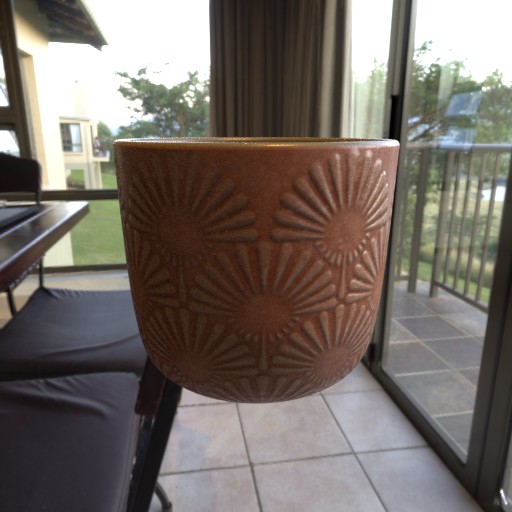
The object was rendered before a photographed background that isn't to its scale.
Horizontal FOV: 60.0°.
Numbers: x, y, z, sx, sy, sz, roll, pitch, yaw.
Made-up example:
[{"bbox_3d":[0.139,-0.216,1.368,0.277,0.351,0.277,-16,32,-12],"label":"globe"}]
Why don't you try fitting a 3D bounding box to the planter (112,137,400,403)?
[{"bbox_3d":[0.000,0.000,0.214,0.124,0.109,0.124,0,16,0],"label":"planter"}]
